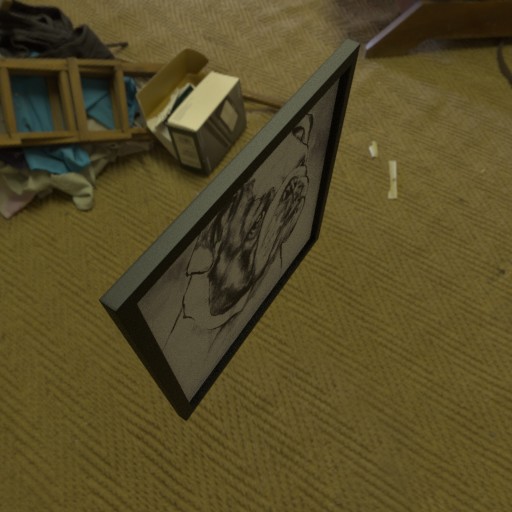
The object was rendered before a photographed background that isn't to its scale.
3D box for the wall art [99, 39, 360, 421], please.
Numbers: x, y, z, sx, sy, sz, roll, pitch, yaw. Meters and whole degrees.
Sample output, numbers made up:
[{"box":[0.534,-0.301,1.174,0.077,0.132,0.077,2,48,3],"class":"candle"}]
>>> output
[{"box":[0.000,0.000,0.669,0.022,0.453,0.456,30,63,17],"class":"wall art"}]
